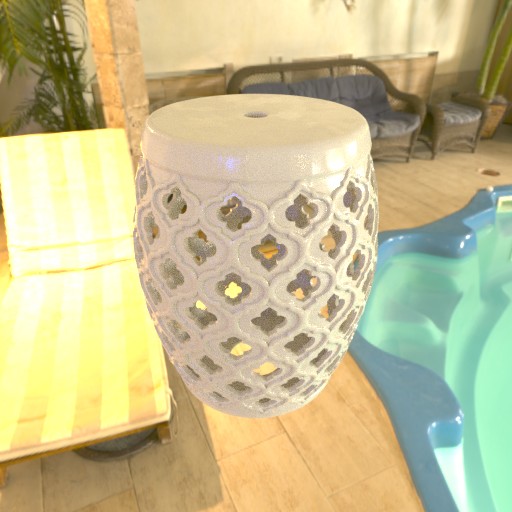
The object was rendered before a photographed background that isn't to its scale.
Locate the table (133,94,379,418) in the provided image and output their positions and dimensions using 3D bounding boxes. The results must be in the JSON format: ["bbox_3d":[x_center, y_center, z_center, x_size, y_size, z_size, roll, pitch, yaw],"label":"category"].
[{"bbox_3d":[0.000,0.000,0.621,0.325,0.388,0.325,0,31,0],"label":"table"}]
